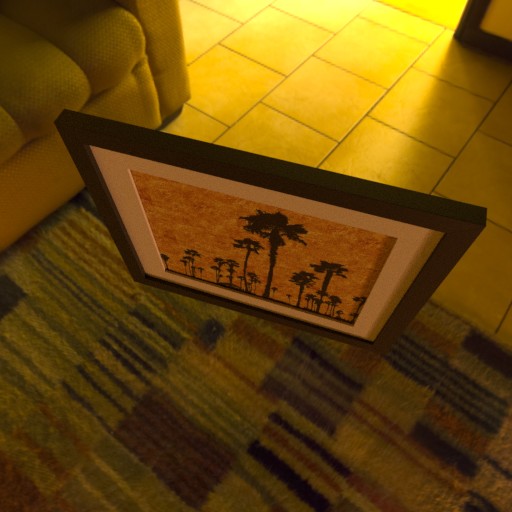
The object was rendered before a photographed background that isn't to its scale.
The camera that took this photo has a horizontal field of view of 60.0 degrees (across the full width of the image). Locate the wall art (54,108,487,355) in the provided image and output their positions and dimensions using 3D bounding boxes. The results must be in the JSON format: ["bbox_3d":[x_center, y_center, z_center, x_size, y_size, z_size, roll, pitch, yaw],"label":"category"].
[{"bbox_3d":[0.000,0.000,0.754,0.561,0.460,0.028,15,60,9],"label":"wall art"}]
